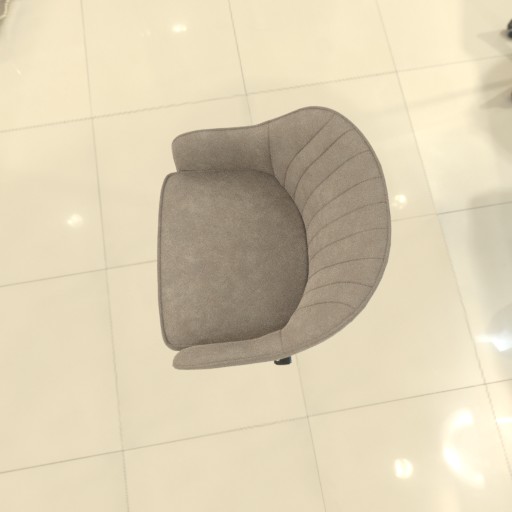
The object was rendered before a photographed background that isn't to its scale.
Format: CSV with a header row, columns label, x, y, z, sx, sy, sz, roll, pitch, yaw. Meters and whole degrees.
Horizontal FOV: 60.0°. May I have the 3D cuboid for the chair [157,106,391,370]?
label,x,y,z,sx,sy,sz,roll,pitch,yaw
chair,0.000,0.000,1.310,0.573,0.831,0.635,-3,76,-1
